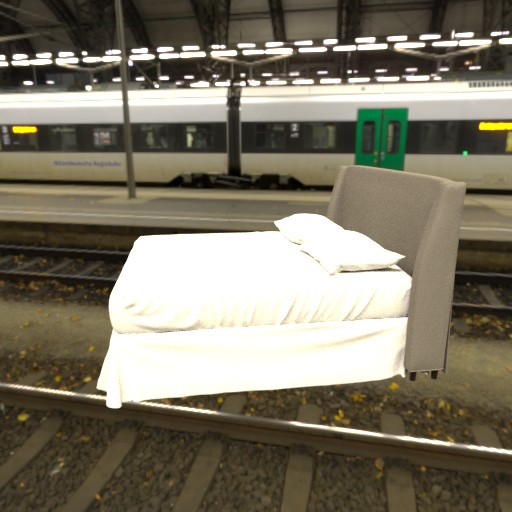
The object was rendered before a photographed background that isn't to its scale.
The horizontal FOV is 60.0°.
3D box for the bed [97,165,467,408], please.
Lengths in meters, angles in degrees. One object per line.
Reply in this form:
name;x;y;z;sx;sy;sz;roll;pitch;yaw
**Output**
bed;0.000;0.000;3.527;2.276;1.332;1.925;-2;15;-8
